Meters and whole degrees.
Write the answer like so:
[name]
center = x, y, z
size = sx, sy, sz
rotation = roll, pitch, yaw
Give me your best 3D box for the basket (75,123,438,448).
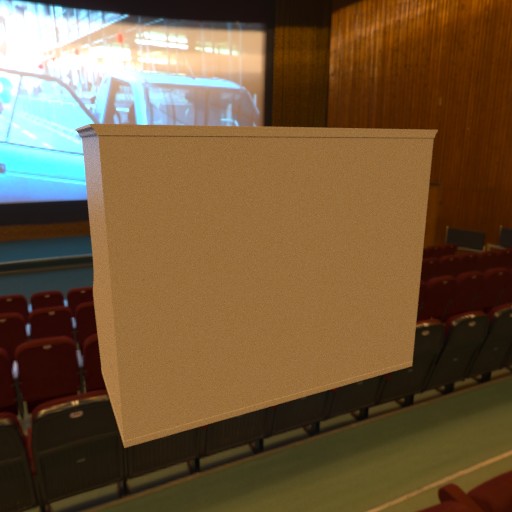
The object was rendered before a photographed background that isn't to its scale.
[basket]
center = 0.000, 0.000, 1.141
size = 0.792, 0.625, 0.376
rotation = -7, 16, -25
